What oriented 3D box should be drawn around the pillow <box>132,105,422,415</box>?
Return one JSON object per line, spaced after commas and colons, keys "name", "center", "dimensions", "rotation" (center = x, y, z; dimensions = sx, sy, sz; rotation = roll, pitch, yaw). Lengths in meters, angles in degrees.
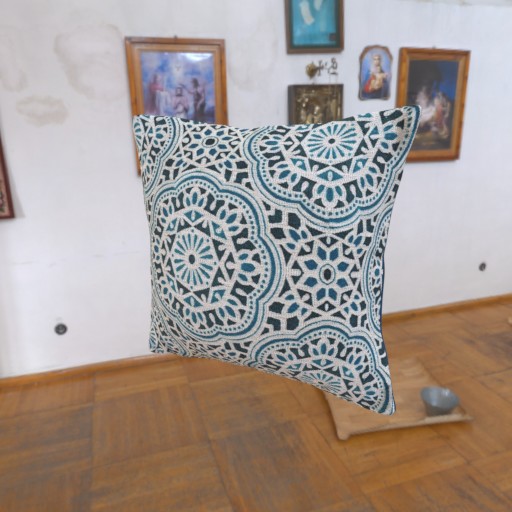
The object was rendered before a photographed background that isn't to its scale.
{"name": "pillow", "center": [0.000, 0.000, 0.666], "dimensions": [0.440, 0.420, 0.145], "rotation": [8, 17, 25]}
